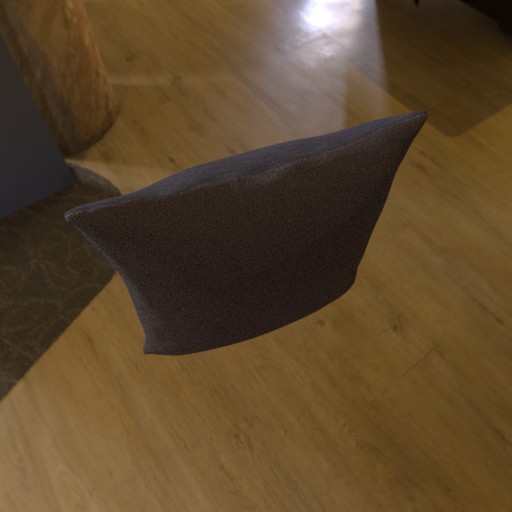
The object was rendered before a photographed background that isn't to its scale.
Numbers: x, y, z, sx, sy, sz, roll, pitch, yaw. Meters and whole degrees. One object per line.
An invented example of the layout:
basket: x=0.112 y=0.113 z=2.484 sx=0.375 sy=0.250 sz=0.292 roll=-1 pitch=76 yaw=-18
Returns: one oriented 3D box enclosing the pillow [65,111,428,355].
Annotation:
pillow: x=0.000 y=0.000 z=0.695 sx=0.452 sy=0.439 sz=0.204 roll=-18 pitch=60 yaw=-11
